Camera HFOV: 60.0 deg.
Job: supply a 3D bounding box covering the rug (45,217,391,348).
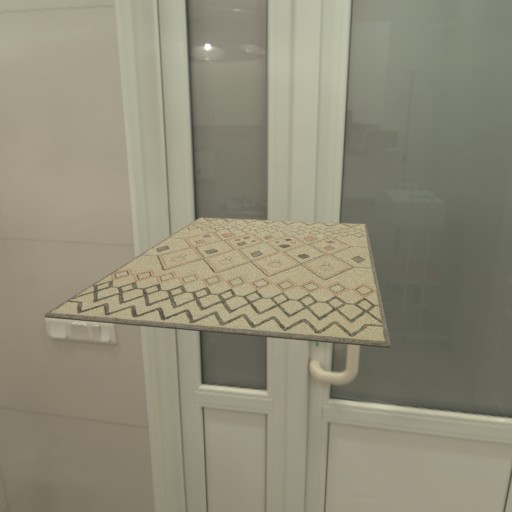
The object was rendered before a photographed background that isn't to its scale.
[{"bbox_3d":[0.000,0.000,2.364,1.219,0.016,1.829,3,17,11],"label":"rug"}]
